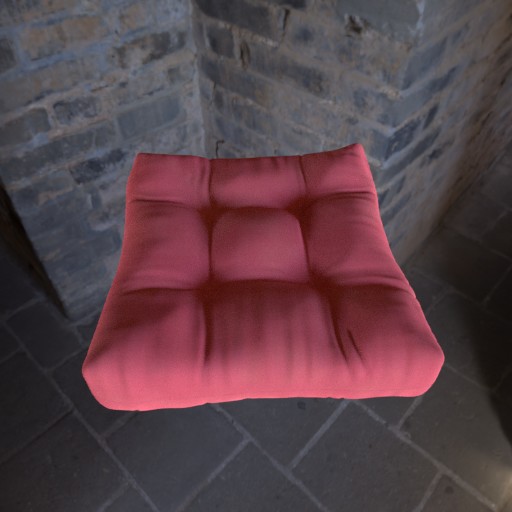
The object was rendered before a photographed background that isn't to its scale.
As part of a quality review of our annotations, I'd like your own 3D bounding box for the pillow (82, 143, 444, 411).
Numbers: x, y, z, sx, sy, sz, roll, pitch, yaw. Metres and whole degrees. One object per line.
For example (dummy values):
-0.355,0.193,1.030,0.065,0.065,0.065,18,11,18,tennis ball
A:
0.000,0.000,0.732,0.468,0.128,0.490,-2,47,-2,pillow
